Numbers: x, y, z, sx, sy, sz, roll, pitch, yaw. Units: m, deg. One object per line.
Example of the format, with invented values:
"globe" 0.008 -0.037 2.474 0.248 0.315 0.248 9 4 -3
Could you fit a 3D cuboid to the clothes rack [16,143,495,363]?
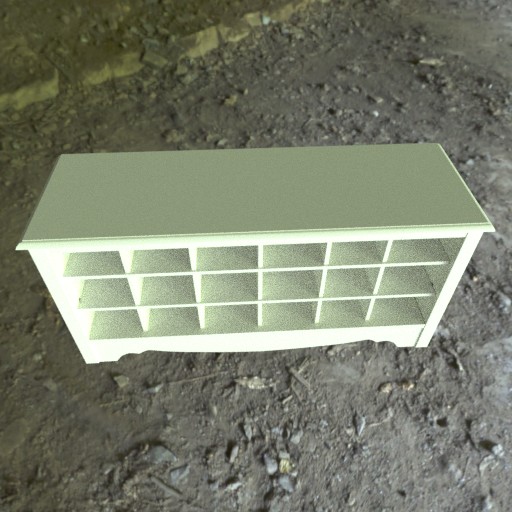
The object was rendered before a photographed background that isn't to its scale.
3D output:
"clothes rack" 0.000 0.000 1.452 1.218 0.558 0.405 -2 45 -2
